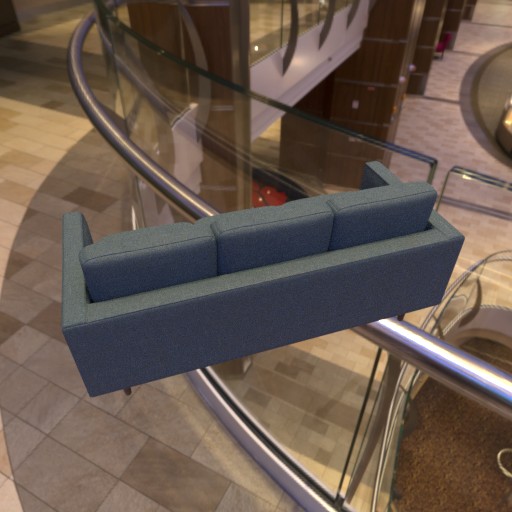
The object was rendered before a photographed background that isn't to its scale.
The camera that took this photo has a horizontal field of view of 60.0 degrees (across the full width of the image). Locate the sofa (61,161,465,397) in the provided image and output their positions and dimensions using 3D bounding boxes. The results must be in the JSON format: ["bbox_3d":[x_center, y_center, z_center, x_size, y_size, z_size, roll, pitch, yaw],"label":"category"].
[{"bbox_3d":[0.000,0.000,2.568,2.013,0.945,0.935,-12,41,-14],"label":"sofa"}]
